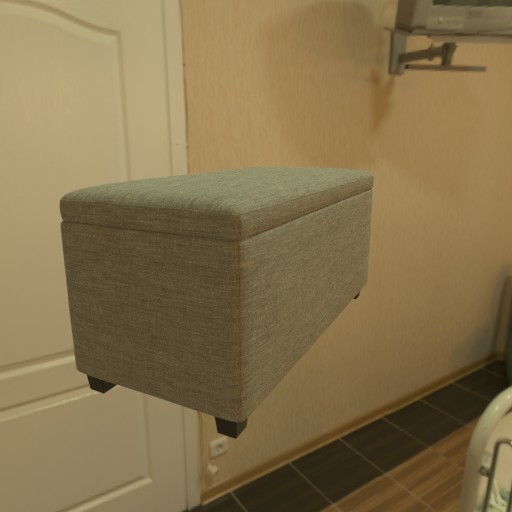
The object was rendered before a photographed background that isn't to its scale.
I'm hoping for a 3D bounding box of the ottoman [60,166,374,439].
[{"bbox_3d":[0.000,0.000,1.168,0.419,0.432,0.902,7,16,26],"label":"ottoman"}]
